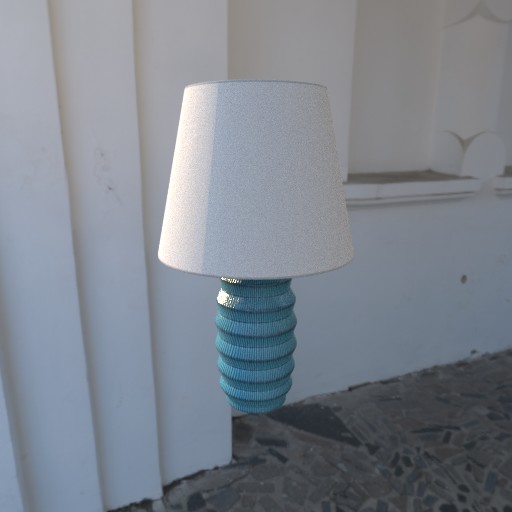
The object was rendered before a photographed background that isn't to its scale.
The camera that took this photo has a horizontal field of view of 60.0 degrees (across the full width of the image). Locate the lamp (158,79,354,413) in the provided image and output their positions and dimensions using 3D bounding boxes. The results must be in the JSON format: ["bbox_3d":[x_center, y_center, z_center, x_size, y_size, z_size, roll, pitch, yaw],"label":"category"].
[{"bbox_3d":[0.000,0.000,0.822,0.355,0.582,0.355,0,14,0],"label":"lamp"}]
